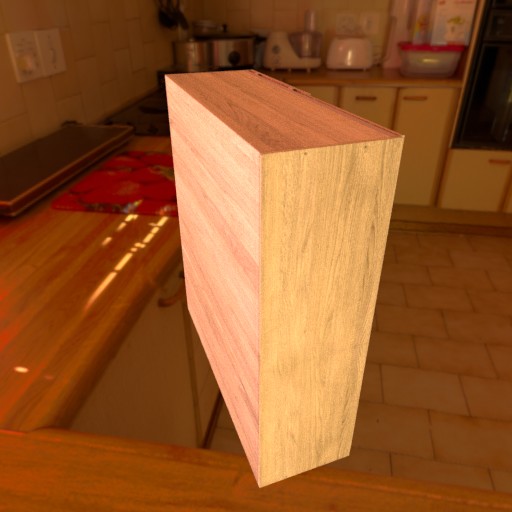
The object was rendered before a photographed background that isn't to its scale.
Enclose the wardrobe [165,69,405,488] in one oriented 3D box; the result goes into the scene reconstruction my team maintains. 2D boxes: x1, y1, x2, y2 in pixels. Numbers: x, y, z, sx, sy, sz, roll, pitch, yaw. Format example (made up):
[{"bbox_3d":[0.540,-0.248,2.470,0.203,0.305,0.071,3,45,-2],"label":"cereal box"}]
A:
[{"bbox_3d":[0.000,0.000,2.836,0.629,1.960,1.780,-11,33,-18],"label":"wardrobe"}]
